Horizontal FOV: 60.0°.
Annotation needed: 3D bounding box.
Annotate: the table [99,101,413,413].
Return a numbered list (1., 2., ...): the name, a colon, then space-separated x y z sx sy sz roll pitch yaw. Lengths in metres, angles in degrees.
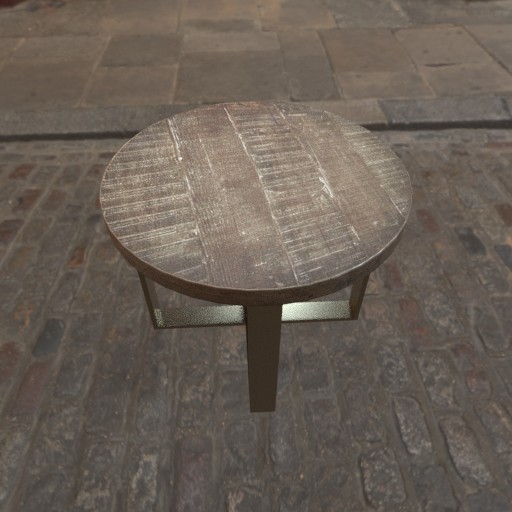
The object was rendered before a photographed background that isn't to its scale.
1. table: 0.000 0.000 0.969 0.557 0.437 0.557 0 46 0
